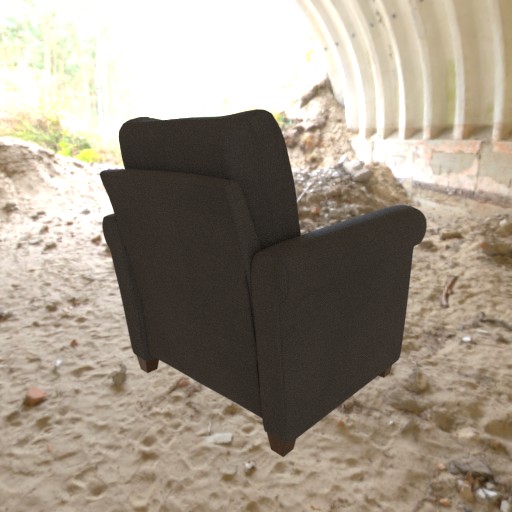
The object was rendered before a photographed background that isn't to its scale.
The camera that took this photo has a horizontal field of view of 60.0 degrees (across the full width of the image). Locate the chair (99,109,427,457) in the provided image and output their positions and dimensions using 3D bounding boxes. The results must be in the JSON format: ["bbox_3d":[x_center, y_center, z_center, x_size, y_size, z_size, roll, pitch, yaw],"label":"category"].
[{"bbox_3d":[0.000,0.000,1.565,0.867,0.942,0.828,14,20,41],"label":"chair"}]
